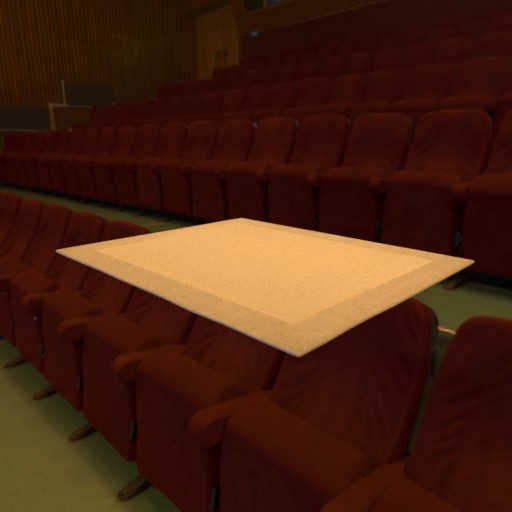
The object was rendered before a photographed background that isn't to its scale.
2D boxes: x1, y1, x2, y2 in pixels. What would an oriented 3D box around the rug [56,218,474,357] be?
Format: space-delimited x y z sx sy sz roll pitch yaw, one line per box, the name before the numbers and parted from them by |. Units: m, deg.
rug | 0.000 0.000 4.031 2.976 0.018 2.430 14 21 43
